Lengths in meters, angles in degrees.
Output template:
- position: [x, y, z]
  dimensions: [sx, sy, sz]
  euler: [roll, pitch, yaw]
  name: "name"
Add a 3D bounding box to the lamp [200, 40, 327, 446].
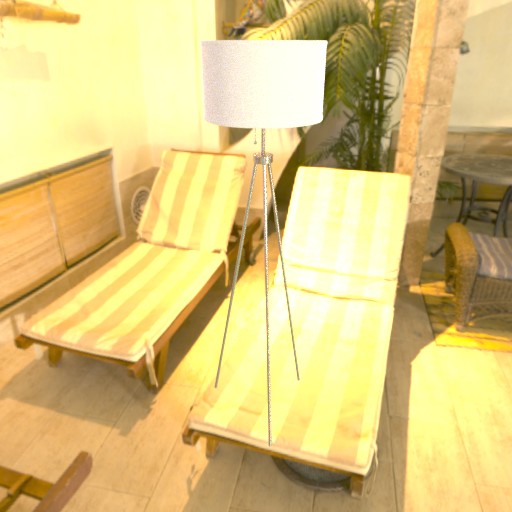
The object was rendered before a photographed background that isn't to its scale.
- position: [0.000, 0.000, 1.768]
  dimensions: [0.458, 1.545, 0.448]
  euler: [8, 26, 15]
  name: "lamp"
